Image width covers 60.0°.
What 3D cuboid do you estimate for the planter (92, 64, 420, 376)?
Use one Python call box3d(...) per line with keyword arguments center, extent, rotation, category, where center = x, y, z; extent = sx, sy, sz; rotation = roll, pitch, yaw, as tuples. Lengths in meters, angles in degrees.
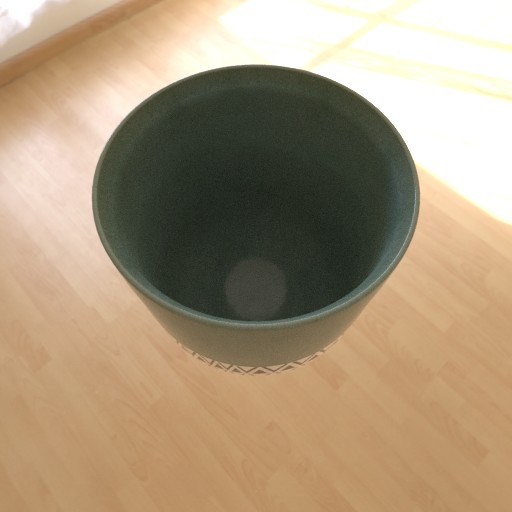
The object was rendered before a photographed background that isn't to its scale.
box3d(center=(0.000, 0.000, 0.365), extent=(0.198, 0.214, 0.198), rotation=(0, 62, 0), category="planter")
